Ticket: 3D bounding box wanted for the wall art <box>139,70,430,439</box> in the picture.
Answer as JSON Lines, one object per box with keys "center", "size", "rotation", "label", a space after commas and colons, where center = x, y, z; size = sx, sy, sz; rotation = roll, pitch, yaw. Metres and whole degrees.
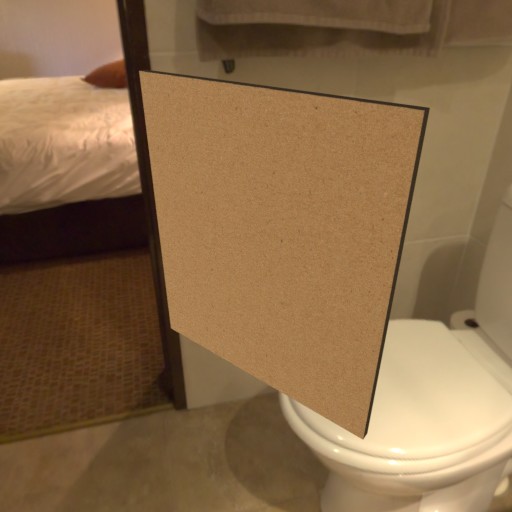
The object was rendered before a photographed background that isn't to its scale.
{"center": [0.000, 0.000, 1.187], "size": [0.755, 0.863, 0.028], "rotation": [22, 37, 32], "label": "wall art"}
